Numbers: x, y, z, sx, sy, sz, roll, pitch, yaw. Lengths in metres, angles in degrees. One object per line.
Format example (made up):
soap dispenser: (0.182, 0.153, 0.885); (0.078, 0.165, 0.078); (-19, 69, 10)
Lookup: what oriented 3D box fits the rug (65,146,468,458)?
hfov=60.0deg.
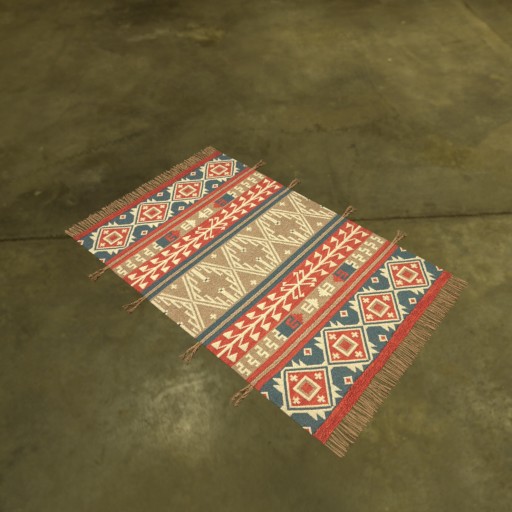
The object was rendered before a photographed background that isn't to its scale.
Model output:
rug: (0.000, 0.000, 3.080); (2.450, 0.048, 1.778); (33, 55, 27)
